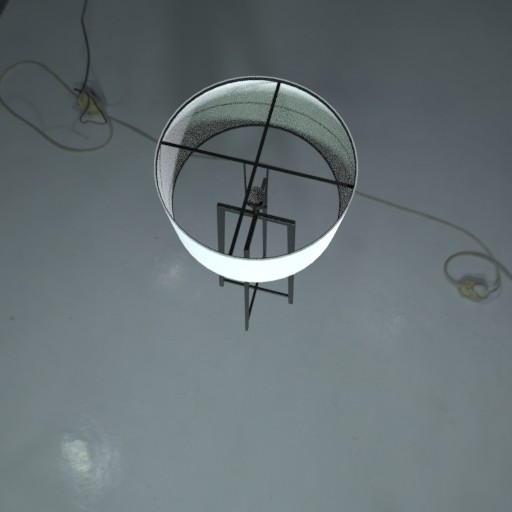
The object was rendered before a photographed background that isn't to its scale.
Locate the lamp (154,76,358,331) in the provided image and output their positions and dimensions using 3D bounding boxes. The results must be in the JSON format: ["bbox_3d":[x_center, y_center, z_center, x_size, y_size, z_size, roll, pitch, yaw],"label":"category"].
[{"bbox_3d":[0.000,0.000,1.719,0.457,1.510,0.456,14,74,4],"label":"lamp"}]
